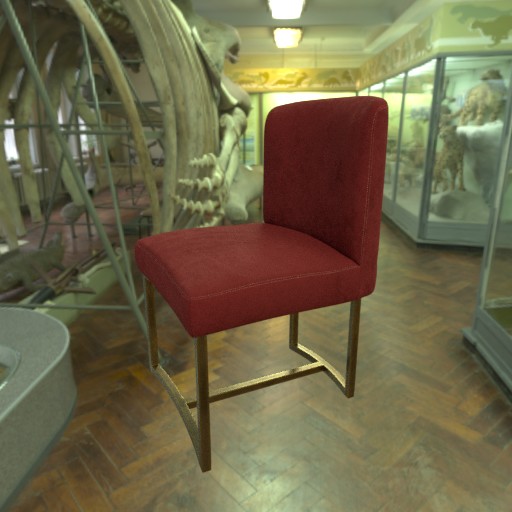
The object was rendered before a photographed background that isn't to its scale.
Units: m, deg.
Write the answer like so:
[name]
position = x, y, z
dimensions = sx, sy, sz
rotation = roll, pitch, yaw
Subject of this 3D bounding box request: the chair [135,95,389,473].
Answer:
[chair]
position = 0.000, 0.000, 1.206
dimensions = 0.560, 0.824, 0.530
rotation = -8, 18, -25
